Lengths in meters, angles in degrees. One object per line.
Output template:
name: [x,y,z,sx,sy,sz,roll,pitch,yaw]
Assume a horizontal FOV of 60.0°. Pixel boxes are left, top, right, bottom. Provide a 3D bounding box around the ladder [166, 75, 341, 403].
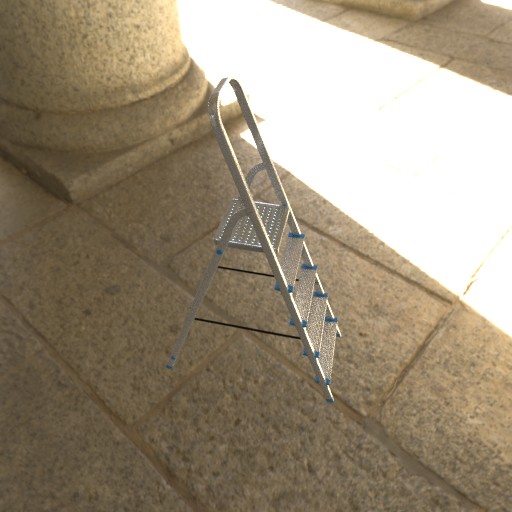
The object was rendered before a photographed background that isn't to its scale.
ladder: [0.000,0.000,2.110,0.990,1.648,0.468,9,46,9]
